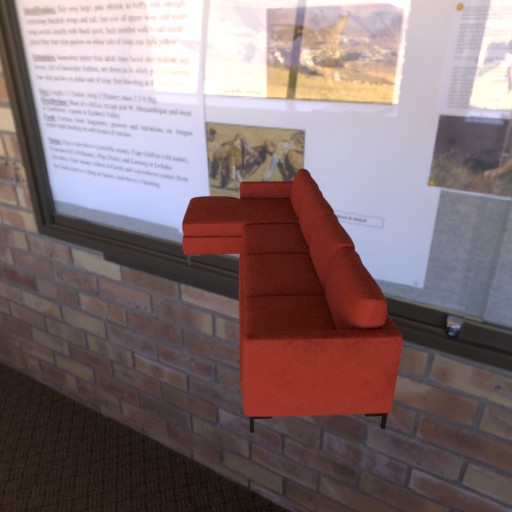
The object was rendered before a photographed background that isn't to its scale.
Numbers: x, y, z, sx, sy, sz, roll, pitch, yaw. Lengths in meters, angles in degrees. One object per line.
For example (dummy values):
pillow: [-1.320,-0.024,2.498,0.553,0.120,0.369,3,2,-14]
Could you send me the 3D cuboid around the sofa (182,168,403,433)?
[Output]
sofa: [0.000,0.000,2.969,1.136,0.663,2.467,-1,25,-2]
